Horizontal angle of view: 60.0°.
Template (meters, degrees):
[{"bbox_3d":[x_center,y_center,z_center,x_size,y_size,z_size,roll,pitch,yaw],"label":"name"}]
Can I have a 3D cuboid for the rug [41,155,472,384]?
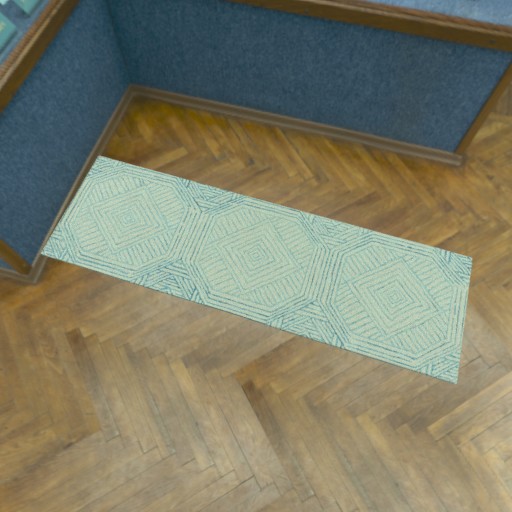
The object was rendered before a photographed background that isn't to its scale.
[{"bbox_3d":[0.000,0.000,2.636,2.452,0.012,0.775,16,65,8],"label":"rug"}]
